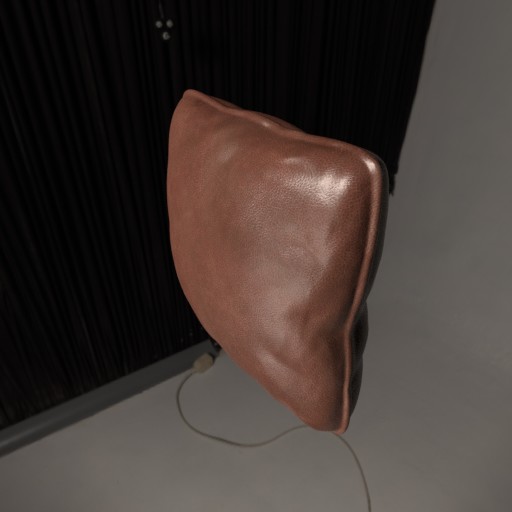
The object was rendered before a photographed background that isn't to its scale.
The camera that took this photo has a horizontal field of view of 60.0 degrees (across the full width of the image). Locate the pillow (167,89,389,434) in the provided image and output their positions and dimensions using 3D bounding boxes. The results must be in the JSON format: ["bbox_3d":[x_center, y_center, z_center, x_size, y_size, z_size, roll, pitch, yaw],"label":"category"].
[{"bbox_3d":[0.000,0.000,0.829,0.236,0.523,0.532,-20,37,-29],"label":"pillow"}]
